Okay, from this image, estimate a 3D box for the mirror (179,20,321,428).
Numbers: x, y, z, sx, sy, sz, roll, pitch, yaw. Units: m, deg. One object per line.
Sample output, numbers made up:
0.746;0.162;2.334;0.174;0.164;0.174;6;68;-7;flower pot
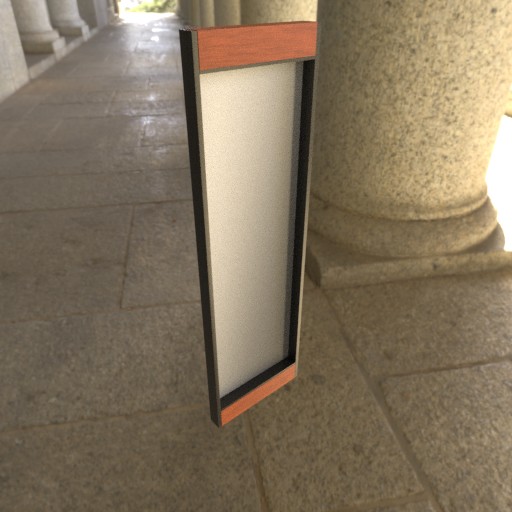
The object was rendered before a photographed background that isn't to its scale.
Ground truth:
0.000;0.000;1.211;0.343;1.123;0.047;-23;39;-33;mirror
